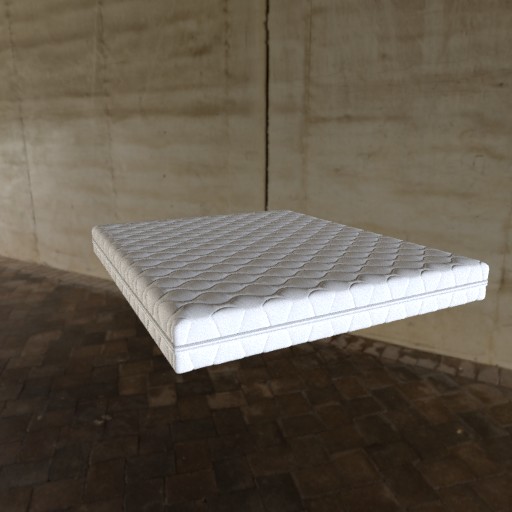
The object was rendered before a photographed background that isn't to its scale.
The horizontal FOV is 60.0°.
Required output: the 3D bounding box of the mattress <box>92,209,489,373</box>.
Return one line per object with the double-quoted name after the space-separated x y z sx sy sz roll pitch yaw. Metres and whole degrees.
0.000 0.000 2.638 1.600 0.200 1.900 -8 17 -26 "mattress"
